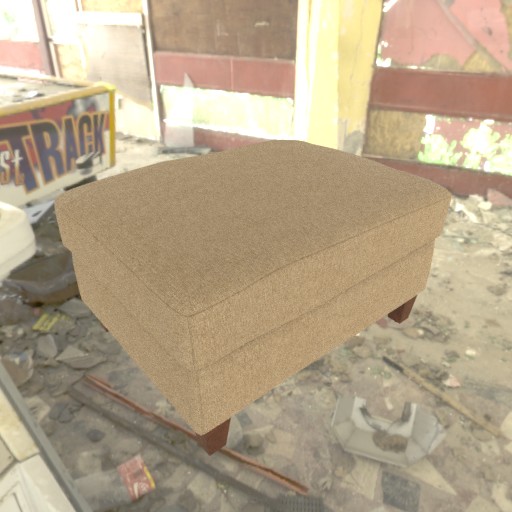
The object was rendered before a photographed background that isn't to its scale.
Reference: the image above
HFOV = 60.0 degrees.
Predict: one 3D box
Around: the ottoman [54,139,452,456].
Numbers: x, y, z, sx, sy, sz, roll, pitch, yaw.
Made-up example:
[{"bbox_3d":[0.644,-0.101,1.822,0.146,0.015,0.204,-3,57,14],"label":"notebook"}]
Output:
[{"bbox_3d":[0.000,0.000,1.295,0.889,0.511,0.692,-23,37,-34],"label":"ottoman"}]
